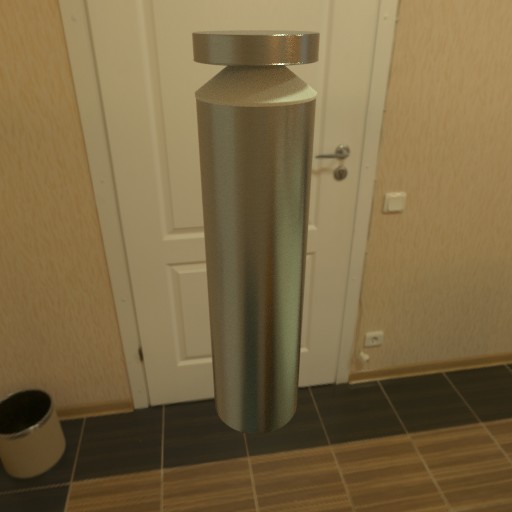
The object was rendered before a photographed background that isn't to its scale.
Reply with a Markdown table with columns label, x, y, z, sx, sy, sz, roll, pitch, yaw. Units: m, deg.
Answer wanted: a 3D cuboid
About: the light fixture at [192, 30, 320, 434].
| label | x | y | z | sx | sy | sz | roll | pitch | yaw |
| --- | --- | --- | --- | --- | --- | --- | --- | --- | --- |
| light fixture | 0.000 | 0.000 | 0.444 | 0.102 | 0.400 | 0.102 | -21 | 35 | -33 |
